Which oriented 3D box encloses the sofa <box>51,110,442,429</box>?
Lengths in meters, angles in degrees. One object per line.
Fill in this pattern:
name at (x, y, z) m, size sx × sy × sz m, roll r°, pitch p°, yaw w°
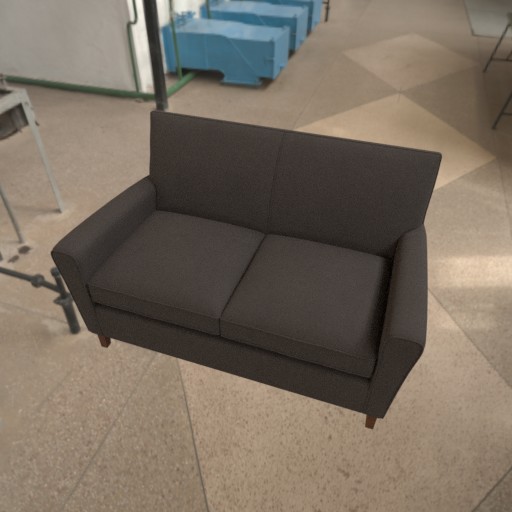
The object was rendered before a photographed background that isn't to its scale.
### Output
sofa at (0.000, 0.000, 1.974) m, size 1.420 × 0.846 × 0.871 m, roll 13°, pitch 42°, yaw 14°
